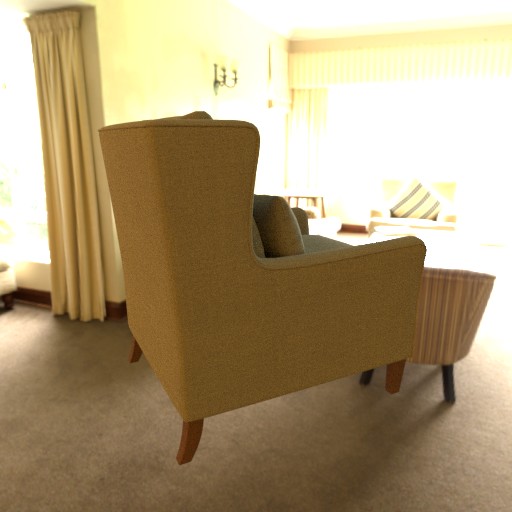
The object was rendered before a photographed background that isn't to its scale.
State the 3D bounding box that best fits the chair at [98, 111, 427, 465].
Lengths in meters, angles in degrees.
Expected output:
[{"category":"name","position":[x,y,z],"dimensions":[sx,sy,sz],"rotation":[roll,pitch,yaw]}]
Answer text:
[{"category":"chair","position":[0.000,0.000,1.771],"dimensions":[1.040,1.056,0.866],"rotation":[-7,17,-26]}]
